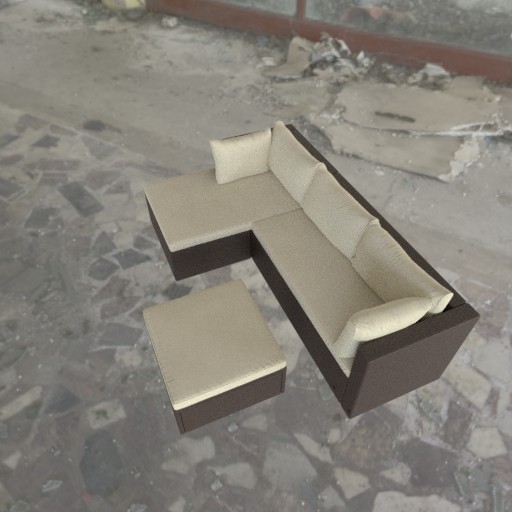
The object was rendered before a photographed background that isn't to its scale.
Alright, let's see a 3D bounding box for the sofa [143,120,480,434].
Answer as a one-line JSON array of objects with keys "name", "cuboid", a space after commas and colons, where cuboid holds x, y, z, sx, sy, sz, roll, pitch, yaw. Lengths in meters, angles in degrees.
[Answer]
[{"name": "sofa", "cuboid": [0.000, 0.000, 2.959, 1.612, 0.766, 2.192, -17, 48, -16]}]
